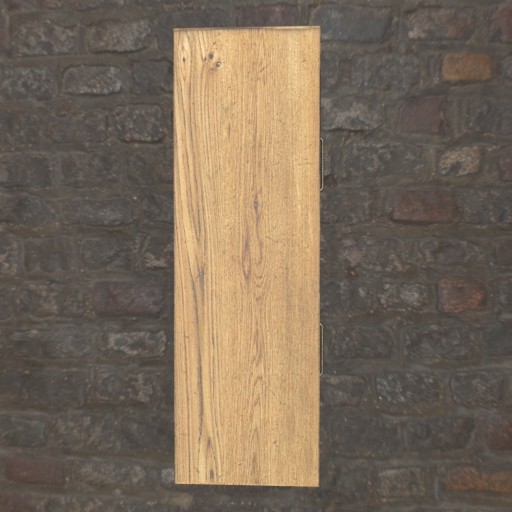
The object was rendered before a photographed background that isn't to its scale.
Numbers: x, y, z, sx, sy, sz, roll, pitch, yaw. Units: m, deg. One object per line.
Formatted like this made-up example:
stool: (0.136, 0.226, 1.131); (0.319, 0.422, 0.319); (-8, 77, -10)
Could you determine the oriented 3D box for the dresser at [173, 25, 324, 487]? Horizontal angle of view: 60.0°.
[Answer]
dresser: (0.000, 0.000, 2.061); (0.563, 0.932, 1.657); (0, 91, 2)
